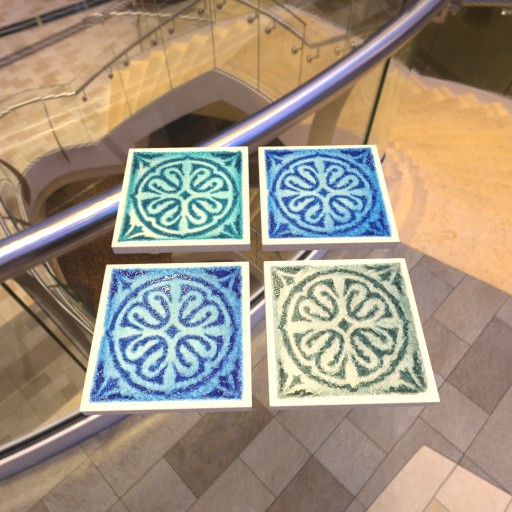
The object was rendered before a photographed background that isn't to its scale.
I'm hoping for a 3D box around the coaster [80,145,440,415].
[{"bbox_3d":[0.000,0.000,0.326,0.214,0.010,0.219,-1,57,-1],"label":"coaster"}]
